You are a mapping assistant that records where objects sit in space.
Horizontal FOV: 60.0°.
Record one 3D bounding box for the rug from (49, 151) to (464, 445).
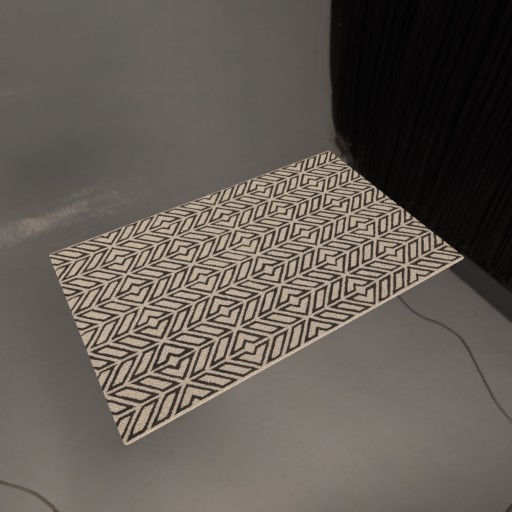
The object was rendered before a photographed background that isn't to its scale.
[{"bbox_3d":[0.000,0.000,3.060,2.438,0.008,1.523,-24,51,-21],"label":"rug"}]
